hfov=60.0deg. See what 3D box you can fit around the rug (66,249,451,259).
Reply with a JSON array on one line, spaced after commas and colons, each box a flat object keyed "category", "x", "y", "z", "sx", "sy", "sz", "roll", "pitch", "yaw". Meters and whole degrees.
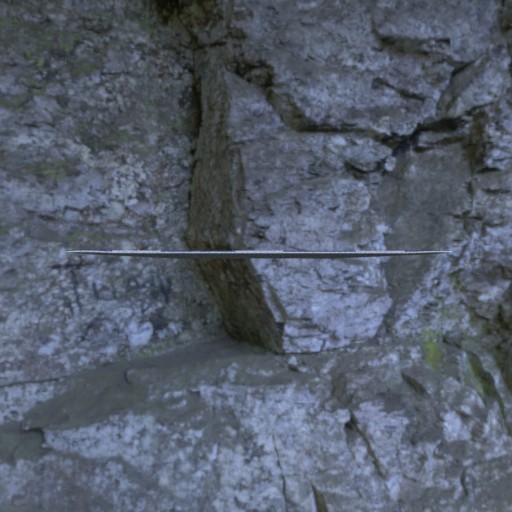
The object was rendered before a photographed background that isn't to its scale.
[{"category": "rug", "x": 0.000, "y": 0.000, "z": 2.069, "sx": 1.072, "sy": 0.013, "sz": 1.698, "roll": 0, "pitch": -1, "yaw": -1}]
